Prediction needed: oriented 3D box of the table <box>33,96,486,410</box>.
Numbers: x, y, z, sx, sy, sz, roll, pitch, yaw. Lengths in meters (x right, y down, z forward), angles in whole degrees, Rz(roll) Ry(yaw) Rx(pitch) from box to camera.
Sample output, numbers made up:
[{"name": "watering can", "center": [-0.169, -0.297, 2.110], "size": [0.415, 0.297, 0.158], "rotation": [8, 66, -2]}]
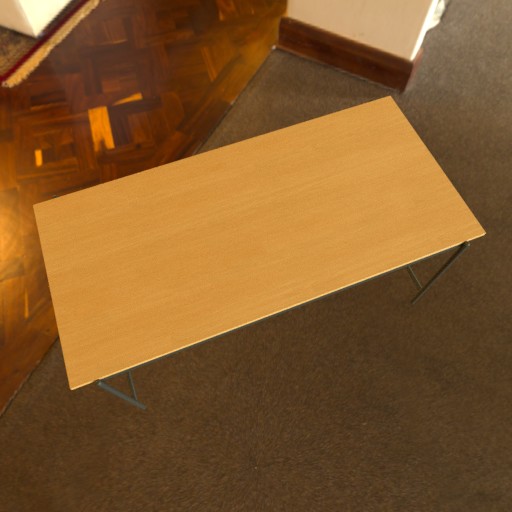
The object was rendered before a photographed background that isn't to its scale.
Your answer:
[{"name": "table", "center": [0.000, 0.000, 2.285], "size": [1.800, 0.758, 0.900], "rotation": [-19, 66, -9]}]
